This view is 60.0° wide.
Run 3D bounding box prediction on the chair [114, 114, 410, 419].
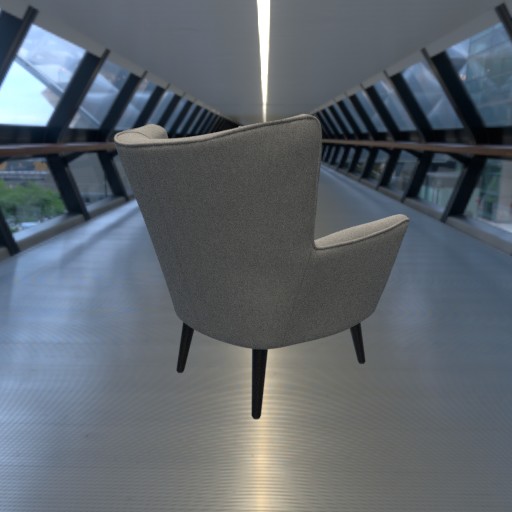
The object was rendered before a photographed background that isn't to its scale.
[{"bbox_3d":[0.000,0.000,1.609,0.888,0.933,0.781,-13,19,-43],"label":"chair"}]
